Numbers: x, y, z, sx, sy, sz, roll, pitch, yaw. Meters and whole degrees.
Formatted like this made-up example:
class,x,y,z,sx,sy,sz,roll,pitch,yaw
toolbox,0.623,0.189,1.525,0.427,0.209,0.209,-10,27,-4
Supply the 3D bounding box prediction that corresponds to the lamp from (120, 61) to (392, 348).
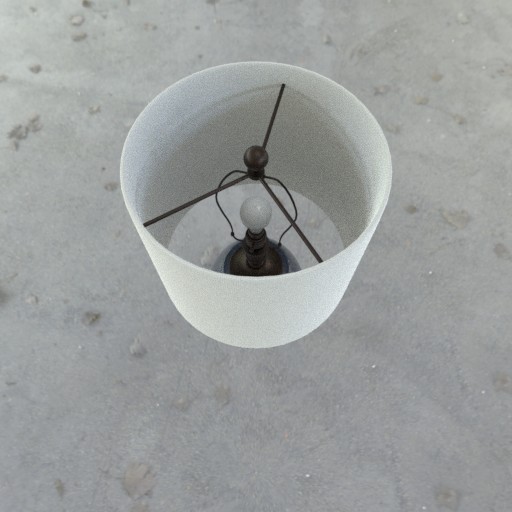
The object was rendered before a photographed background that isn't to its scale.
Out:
class,x,y,z,sx,sy,sz,roll,pitch,yaw
lamp,0.000,0.000,0.781,0.329,0.570,0.329,13,65,6
